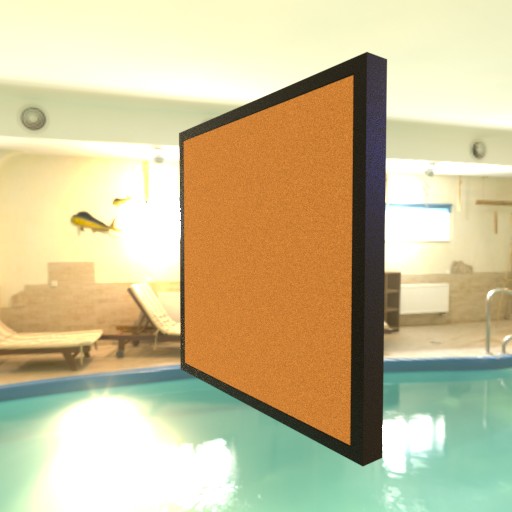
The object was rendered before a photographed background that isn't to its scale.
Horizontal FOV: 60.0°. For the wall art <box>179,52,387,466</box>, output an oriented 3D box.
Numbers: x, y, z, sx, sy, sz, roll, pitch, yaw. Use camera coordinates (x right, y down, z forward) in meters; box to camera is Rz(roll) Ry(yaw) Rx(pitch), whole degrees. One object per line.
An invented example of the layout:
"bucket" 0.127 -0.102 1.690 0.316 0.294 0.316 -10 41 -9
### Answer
"wall art" 0.000 0.000 0.756 0.038 0.506 0.506 -2 3 -36
